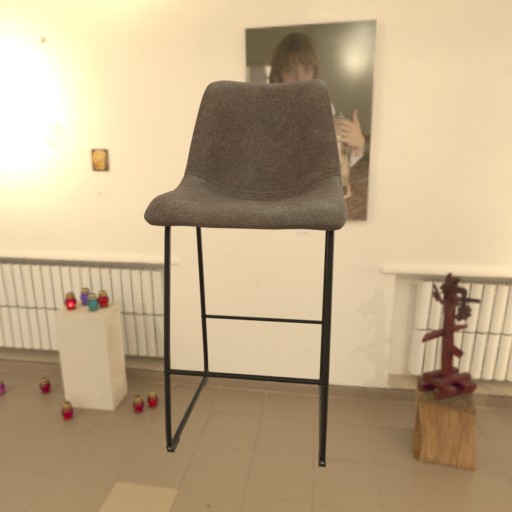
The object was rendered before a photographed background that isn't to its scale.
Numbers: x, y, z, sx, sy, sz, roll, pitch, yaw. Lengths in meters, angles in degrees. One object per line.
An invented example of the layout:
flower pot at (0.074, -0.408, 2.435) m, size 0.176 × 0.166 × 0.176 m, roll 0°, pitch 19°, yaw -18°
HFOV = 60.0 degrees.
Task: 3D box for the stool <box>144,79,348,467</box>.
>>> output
stool at (0.000, 0.000, 1.367) m, size 0.514 × 1.082 × 0.561 m, roll 2°, pitch 15°, yaw 8°
